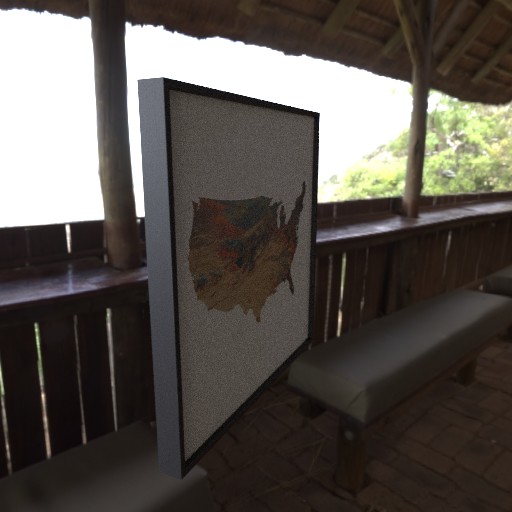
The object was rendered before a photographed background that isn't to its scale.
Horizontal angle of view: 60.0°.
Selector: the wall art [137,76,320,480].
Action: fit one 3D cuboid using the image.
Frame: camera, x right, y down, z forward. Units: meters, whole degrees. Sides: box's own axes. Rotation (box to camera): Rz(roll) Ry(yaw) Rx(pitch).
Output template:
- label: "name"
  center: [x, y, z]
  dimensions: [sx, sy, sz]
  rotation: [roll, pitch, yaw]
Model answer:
- label: "wall art"
  center: [0.000, 0.000, 0.763]
  dimensions: [0.038, 0.507, 0.507]
  rotation: [7, 15, 27]
